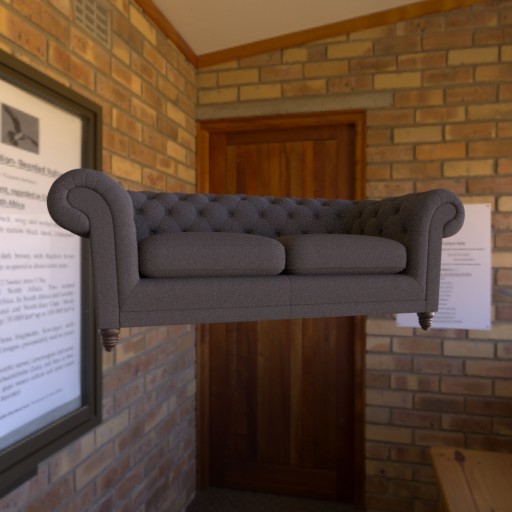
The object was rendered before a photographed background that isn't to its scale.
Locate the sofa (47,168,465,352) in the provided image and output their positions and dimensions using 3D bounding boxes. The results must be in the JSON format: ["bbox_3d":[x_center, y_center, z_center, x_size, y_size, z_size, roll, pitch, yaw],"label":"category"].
[{"bbox_3d":[0.000,0.000,2.446,1.998,0.764,0.986,0,0,-19],"label":"sofa"}]
